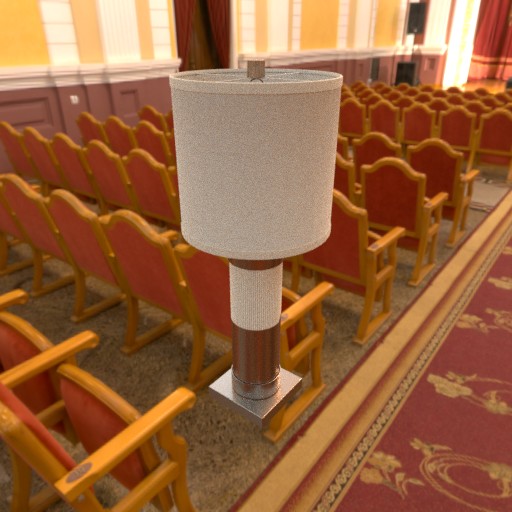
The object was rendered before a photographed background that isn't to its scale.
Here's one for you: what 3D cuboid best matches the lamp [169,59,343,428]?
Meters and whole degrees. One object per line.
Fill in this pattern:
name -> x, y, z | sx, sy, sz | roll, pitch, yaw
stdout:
lamp -> 0.000, 0.000, 0.629 | 0.202, 0.509, 0.202 | 19, 32, 33
